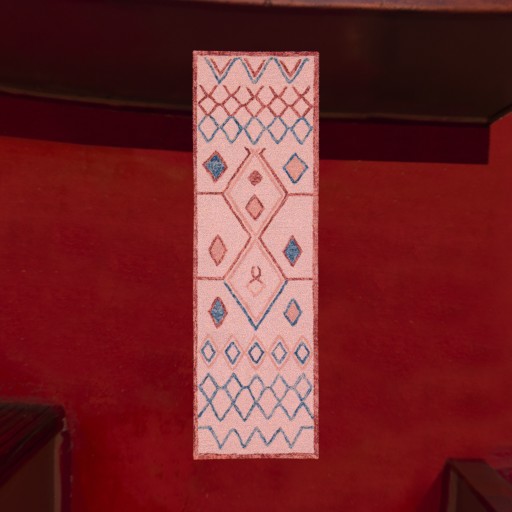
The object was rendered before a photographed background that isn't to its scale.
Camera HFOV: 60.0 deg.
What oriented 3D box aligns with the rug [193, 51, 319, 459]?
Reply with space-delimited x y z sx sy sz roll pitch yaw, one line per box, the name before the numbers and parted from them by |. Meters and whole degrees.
rug | 0.000 0.000 2.648 0.750 0.011 2.435 0 90 -1
